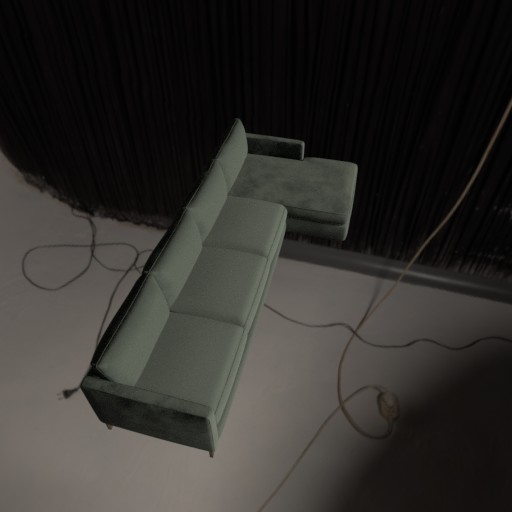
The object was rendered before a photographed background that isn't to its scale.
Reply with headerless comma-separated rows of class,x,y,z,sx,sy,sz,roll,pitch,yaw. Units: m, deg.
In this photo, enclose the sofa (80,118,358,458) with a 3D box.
sofa,0.000,0.000,3.266,1.255,0.756,2.725,11,47,10
